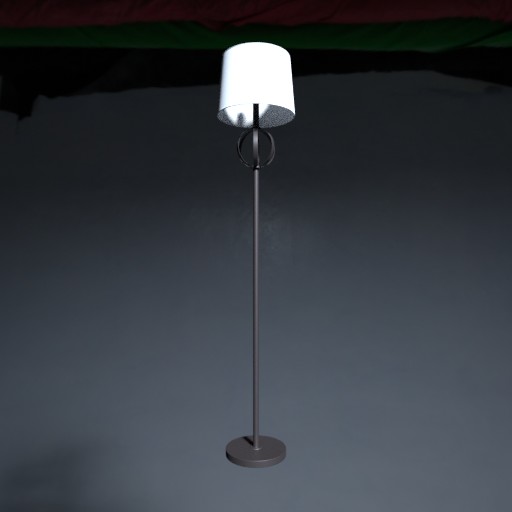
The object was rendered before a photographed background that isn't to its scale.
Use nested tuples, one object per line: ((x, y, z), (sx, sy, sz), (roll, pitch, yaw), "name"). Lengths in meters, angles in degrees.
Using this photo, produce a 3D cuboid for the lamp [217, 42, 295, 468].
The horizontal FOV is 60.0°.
((0.000, 0.000, 1.642), (0.286, 1.462, 0.286), (0, 0, 2), "lamp")
